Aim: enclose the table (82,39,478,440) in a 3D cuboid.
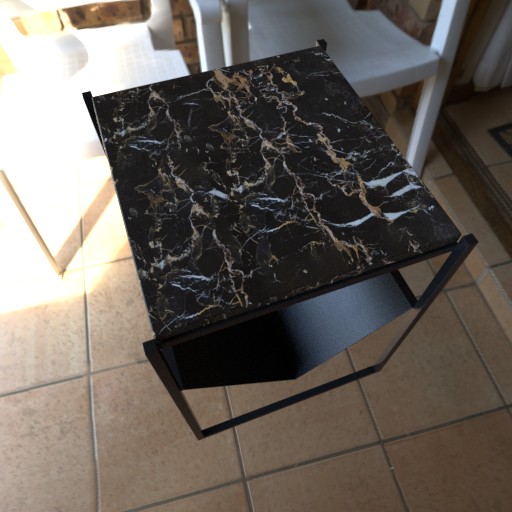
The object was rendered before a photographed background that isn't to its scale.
[{"bbox_3d":[0.000,0.000,0.866,0.432,0.534,0.469,-17,60,-11],"label":"table"}]
